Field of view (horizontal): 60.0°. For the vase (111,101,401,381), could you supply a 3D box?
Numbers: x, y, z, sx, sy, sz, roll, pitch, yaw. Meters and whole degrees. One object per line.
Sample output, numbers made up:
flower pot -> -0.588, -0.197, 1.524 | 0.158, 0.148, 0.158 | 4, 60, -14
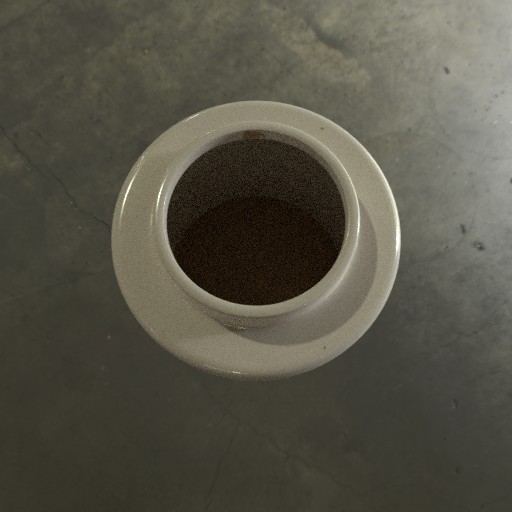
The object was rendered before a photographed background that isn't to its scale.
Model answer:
vase -> 0.000, 0.000, 0.287 | 0.153, 0.167, 0.153 | 0, 76, 0
